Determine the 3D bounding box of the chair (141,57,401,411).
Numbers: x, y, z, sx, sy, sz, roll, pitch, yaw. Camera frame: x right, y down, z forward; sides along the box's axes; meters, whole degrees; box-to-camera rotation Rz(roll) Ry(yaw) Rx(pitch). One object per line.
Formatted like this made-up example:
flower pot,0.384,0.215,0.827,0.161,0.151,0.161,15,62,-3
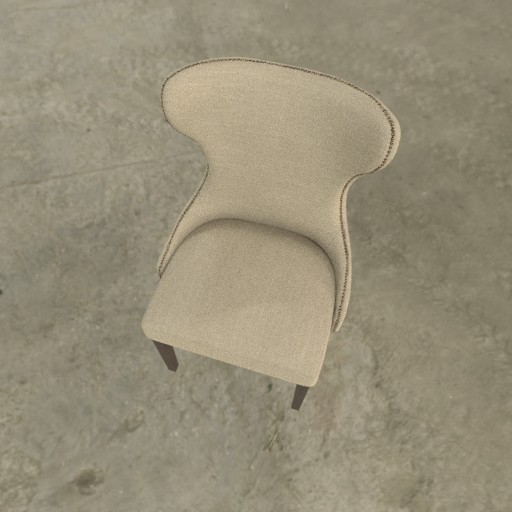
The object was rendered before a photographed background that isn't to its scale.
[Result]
chair,0.000,0.000,1.390,0.628,0.967,0.635,15,60,9
